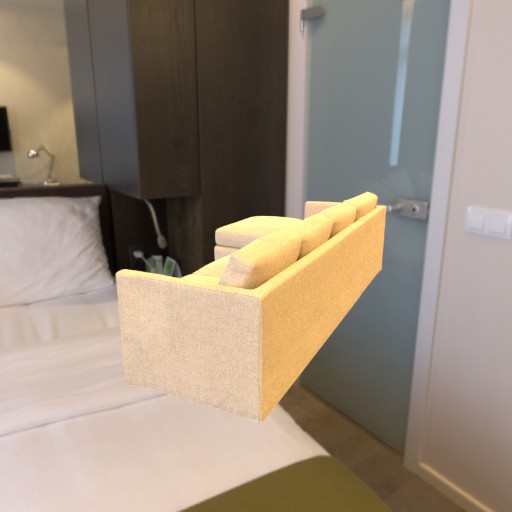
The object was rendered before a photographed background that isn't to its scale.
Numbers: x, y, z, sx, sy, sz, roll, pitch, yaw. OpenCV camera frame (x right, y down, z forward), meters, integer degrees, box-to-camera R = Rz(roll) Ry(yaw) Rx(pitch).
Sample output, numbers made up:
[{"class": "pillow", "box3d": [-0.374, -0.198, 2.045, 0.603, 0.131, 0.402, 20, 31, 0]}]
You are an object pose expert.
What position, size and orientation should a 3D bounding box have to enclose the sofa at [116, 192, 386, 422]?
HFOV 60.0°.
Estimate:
[{"class": "sofa", "box3d": [0.000, 0.000, 3.908, 1.650, 0.922, 3.205, 7, 17, 25]}]
